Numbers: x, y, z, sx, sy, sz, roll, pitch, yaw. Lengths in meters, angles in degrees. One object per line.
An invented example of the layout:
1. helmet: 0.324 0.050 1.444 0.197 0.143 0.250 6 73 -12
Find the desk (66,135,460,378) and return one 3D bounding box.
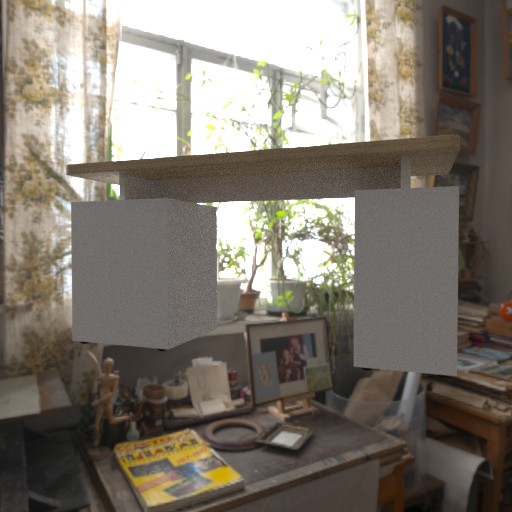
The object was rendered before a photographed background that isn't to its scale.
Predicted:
1. desk: 0.000 0.000 1.845 1.500 0.755 0.550 1 2 20
